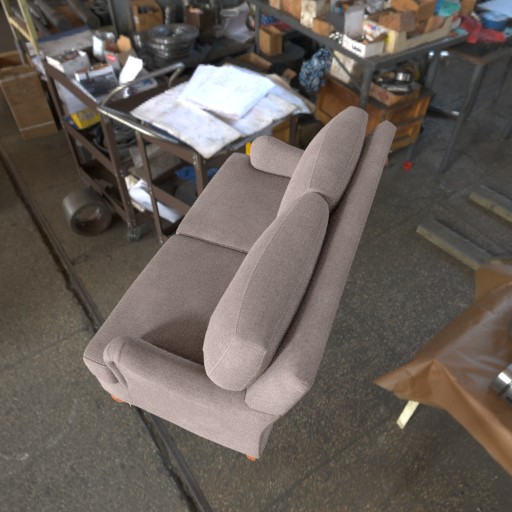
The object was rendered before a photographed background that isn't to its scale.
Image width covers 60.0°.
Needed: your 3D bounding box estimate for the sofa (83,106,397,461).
[{"bbox_3d":[0.000,0.000,2.480,1.084,1.101,1.853,16,49,14],"label":"sofa"}]
